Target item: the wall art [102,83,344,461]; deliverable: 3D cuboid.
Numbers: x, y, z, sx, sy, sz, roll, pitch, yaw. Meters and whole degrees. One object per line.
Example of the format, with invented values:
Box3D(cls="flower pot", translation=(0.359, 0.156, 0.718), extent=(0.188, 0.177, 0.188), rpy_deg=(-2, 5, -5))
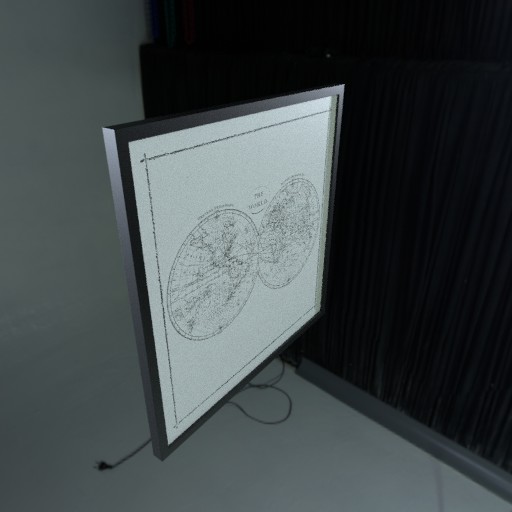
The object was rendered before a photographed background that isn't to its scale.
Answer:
Box3D(cls="wall art", translation=(0.000, 0.000, 1.156), extent=(0.031, 0.775, 0.773), rpy_deg=(19, 33, 33))
